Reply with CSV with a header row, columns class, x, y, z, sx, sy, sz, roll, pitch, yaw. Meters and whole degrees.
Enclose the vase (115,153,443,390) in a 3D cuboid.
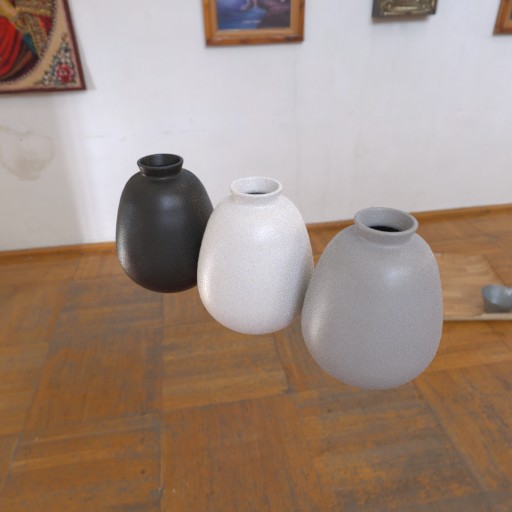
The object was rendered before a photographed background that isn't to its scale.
class,x,y,z,sx,sy,sz,roll,pitch,yaw
vase,0.000,0.000,0.360,0.297,0.122,0.097,20,36,30
